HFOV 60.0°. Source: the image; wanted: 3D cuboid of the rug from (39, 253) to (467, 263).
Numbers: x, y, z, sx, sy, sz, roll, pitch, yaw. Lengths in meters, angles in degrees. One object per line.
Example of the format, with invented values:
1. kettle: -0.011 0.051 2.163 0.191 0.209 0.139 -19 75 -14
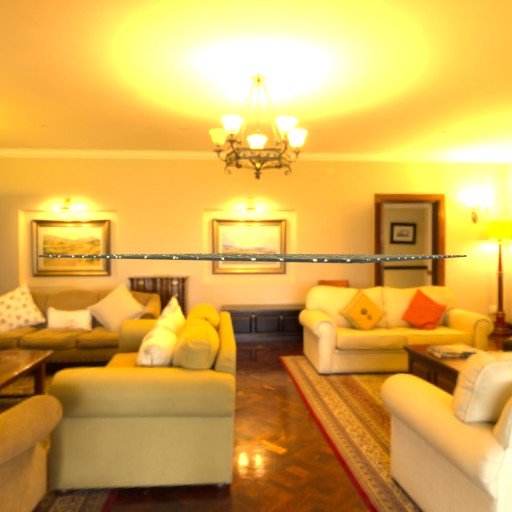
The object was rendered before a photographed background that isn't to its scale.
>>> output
1. rug: 0.000 0.000 4.012 3.047 0.022 2.439 1 1 37
